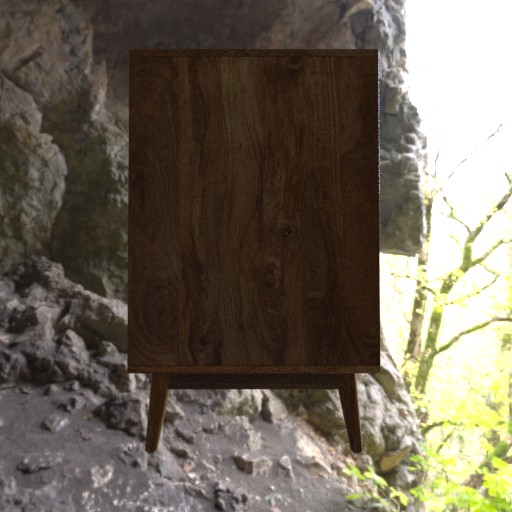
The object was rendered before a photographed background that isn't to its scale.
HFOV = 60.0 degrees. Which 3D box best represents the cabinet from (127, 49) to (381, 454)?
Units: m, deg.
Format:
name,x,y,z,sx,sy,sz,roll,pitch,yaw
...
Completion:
name,x,y,z,sx,sy,sz,roll,pitch,yaw
cabinet,0.000,0.000,1.140,0.473,0.758,0.647,0,-1,0
